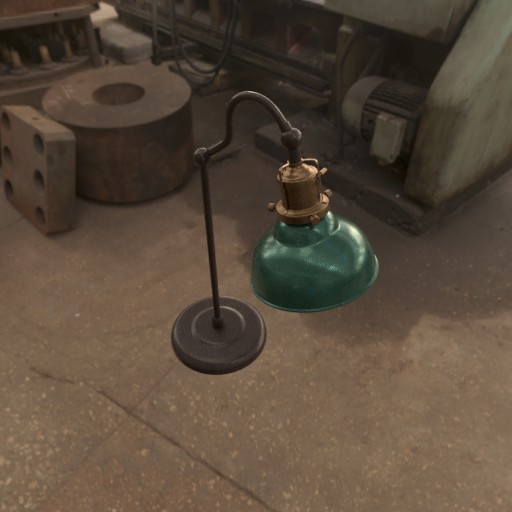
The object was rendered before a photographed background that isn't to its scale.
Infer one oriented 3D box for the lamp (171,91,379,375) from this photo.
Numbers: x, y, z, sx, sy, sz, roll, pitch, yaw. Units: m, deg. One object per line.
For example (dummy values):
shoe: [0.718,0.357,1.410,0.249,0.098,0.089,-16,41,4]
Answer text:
lamp: [0.000,0.000,0.689,0.374,0.508,0.192,25,46,26]
